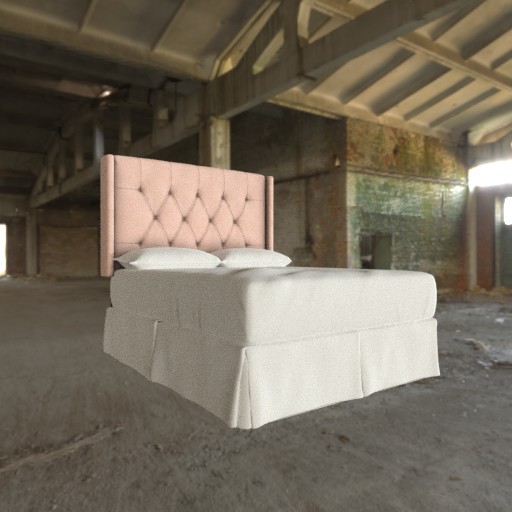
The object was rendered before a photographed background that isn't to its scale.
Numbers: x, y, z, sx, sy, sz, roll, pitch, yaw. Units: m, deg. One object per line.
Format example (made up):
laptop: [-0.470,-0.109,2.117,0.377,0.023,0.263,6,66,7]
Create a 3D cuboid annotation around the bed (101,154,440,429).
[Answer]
bed: [0.000,0.000,3.331,1.719,1.665,2.066,0,0,-37]
